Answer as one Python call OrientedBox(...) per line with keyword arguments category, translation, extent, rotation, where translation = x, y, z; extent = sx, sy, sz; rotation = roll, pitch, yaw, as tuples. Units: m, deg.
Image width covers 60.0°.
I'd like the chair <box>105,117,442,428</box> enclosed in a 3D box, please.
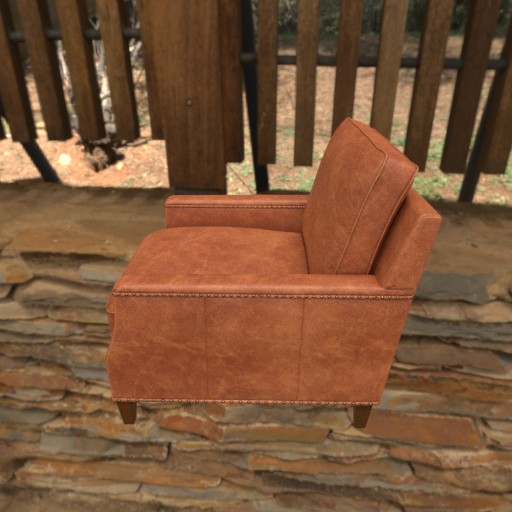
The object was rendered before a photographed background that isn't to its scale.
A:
OrientedBox(category="chair", translation=(0.000, 0.000, 1.706), extent=(1.014, 0.943, 0.853), rotation=(1, 26, 1))
